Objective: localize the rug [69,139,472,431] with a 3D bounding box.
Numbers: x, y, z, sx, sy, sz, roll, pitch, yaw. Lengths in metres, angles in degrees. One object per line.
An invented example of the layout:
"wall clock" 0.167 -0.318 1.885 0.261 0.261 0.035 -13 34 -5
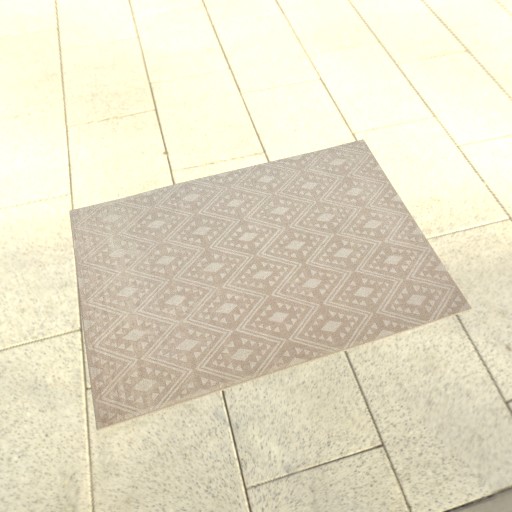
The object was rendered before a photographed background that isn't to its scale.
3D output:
"rug" 0.000 0.000 2.348 1.829 0.034 1.252 -15 59 -9
